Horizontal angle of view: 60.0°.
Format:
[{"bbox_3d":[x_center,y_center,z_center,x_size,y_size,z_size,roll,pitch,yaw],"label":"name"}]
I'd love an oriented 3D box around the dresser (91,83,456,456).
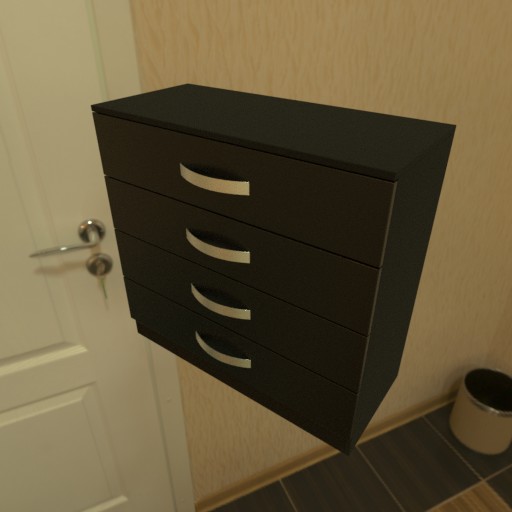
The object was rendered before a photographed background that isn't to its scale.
[{"bbox_3d":[0.000,0.000,1.156,0.750,0.720,0.360,21,37,30],"label":"dresser"}]
